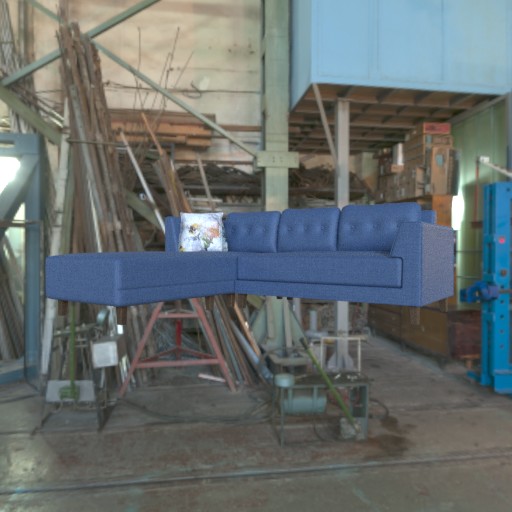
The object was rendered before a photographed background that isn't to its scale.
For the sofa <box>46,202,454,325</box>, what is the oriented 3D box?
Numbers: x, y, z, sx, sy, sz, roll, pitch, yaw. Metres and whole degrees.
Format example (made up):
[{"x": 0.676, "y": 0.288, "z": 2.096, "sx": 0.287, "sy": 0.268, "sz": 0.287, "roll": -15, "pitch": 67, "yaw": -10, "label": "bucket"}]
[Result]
[{"x": 0.000, "y": 0.000, "z": 3.014, "sx": 2.120, "sy": 0.787, "sz": 1.829, "roll": 1, "pitch": 1, "yaw": 36, "label": "sofa"}]
